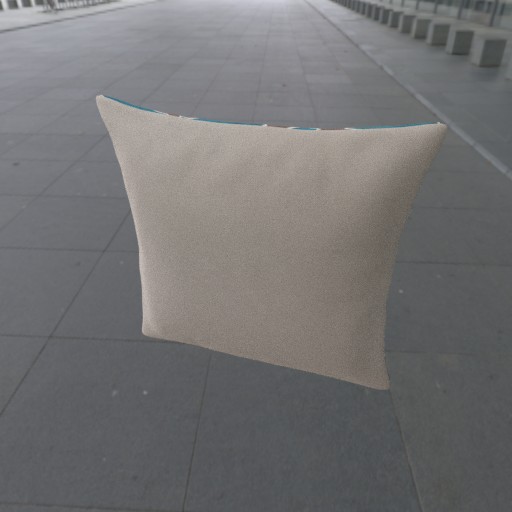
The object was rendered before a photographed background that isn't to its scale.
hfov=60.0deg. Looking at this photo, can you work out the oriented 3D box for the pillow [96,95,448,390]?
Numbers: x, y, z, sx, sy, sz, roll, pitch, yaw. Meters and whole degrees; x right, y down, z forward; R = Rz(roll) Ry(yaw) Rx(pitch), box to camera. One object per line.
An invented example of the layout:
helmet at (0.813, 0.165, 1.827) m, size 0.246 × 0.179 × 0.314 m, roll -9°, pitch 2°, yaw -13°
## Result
pillow at (0.000, 0.000, 0.771) m, size 0.526 × 0.507 × 0.166 m, roll 10°, pitch 33°, yaw 15°
